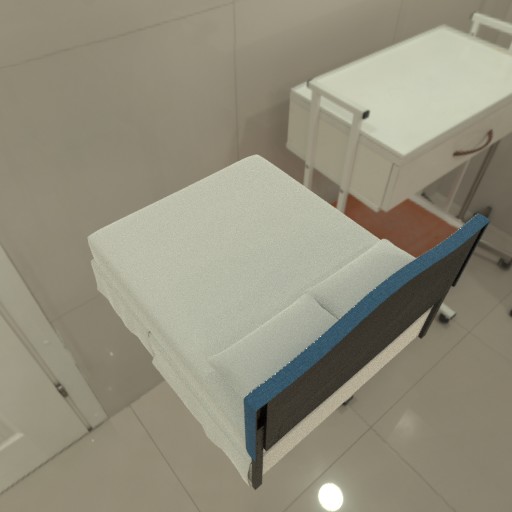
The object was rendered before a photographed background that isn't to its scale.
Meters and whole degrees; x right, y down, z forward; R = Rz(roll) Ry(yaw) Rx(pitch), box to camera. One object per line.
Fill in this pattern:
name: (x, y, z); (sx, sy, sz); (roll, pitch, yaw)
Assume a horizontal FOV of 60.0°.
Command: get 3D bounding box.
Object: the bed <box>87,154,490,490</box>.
bed: (0.000, 0.000, 2.791); (1.610, 1.169, 1.872); (-32, 55, -25)
